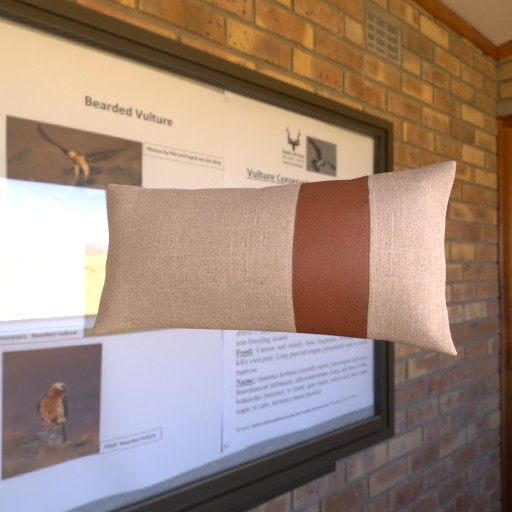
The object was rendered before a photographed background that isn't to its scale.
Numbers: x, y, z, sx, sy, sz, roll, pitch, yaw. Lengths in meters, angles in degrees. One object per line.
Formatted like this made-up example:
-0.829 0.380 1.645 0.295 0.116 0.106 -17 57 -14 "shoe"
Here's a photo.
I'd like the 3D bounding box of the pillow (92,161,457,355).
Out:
0.000 0.000 0.731 0.612 0.282 0.155 0 -1 18 "pillow"
